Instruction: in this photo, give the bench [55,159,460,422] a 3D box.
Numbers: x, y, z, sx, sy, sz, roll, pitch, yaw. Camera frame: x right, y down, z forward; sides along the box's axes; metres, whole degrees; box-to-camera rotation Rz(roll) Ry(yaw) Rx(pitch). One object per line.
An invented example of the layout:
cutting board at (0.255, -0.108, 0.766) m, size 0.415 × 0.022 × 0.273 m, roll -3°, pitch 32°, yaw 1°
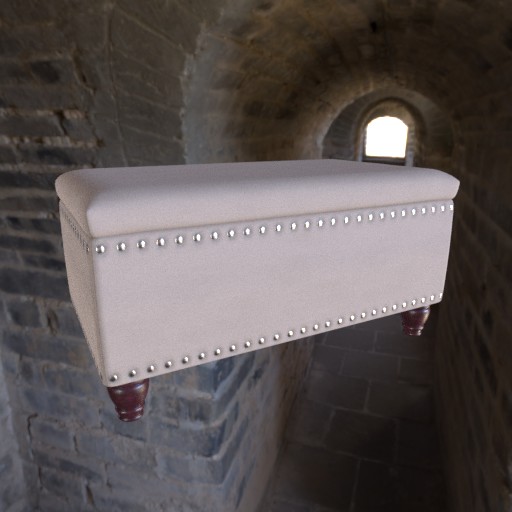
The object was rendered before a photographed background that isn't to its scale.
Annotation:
bench at (0.000, 0.000, 1.158) m, size 0.887 × 0.449 × 0.500 m, roll -9°, pitch 18°, yaw -27°
